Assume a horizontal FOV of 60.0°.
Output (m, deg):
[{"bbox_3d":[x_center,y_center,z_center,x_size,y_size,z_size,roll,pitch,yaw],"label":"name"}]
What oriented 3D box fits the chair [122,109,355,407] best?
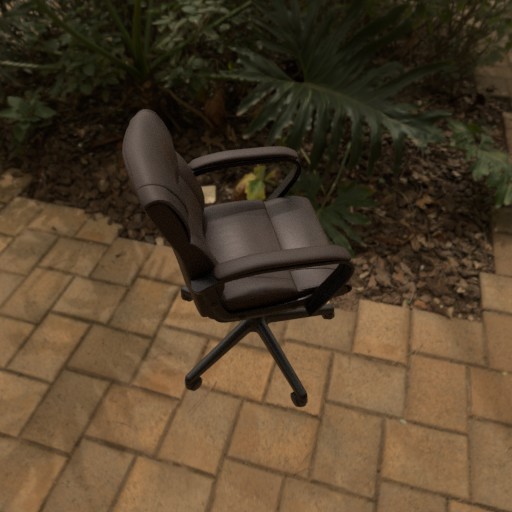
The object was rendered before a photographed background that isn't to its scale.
[{"bbox_3d":[0.000,0.000,1.562,0.717,1.004,0.739,-9,48,-9],"label":"chair"}]
